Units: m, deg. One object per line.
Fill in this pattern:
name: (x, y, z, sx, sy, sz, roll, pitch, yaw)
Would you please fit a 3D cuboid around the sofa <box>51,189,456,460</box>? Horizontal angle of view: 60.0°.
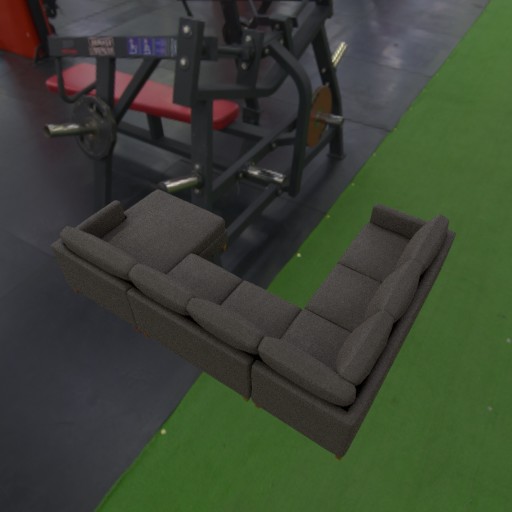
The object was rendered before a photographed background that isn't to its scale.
sofa: (0.000, 0.000, 4.820, 3.460, 0.961, 2.594, 26, 51, 23)
